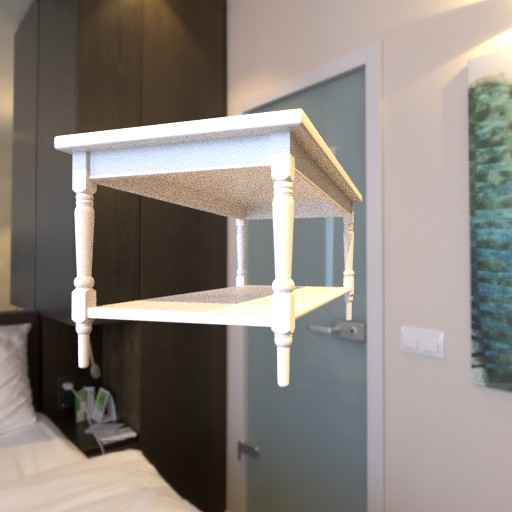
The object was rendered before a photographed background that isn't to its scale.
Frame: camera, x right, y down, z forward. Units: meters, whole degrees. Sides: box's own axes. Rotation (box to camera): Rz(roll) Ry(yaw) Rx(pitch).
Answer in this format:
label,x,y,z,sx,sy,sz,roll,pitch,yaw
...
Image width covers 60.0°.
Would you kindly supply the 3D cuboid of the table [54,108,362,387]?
label,x,y,z,sx,sy,sz,roll,pitch,yaw
table,0.000,0.000,1.395,0.550,0.510,1.107,0,-1,19
